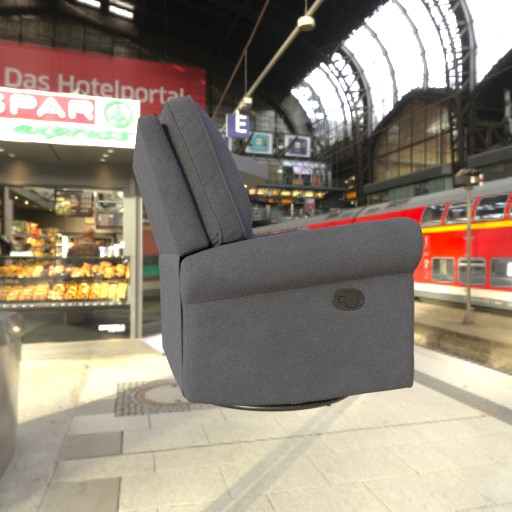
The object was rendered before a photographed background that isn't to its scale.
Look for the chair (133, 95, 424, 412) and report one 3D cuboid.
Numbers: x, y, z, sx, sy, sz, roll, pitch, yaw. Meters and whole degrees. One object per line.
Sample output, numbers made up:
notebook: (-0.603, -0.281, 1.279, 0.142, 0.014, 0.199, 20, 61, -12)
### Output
chair: (0.000, 0.000, 1.665, 0.878, 0.961, 0.890, 0, 0, -17)
